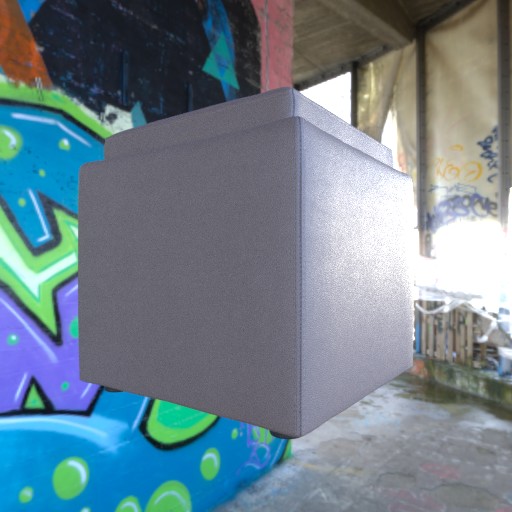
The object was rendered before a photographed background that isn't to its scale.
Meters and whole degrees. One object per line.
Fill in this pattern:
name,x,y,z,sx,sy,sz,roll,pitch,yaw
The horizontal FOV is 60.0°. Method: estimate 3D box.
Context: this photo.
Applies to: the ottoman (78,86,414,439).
ottoman,0.000,0.000,0.804,0.451,0.460,0.450,-1,-1,36
